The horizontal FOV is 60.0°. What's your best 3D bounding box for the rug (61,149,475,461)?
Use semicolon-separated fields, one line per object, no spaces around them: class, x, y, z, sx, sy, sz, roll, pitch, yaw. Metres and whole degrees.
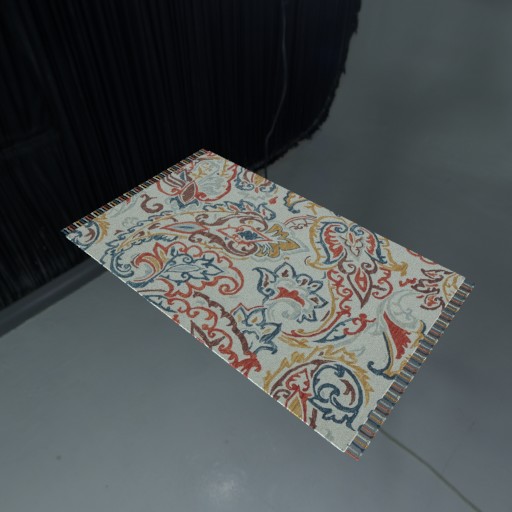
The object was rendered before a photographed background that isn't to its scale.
rug;0.000;0.000;3.156;2.584;0.010;1.523;31;53;27
